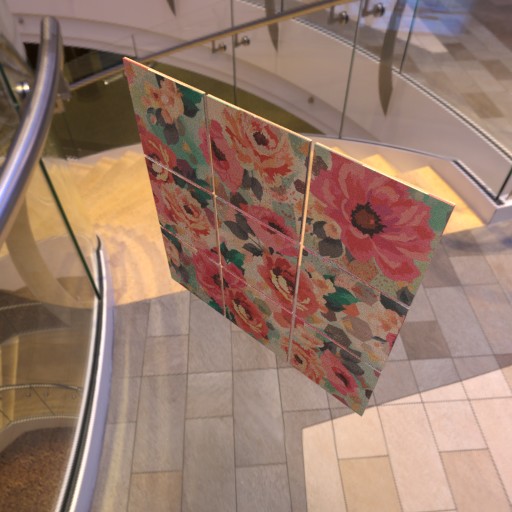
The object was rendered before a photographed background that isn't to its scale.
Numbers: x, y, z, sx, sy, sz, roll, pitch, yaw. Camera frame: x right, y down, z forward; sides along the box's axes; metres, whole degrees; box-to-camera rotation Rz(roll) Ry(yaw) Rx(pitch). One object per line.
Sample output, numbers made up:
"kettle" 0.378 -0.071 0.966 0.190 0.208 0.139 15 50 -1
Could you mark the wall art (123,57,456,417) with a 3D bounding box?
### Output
"wall art" 0.000 0.000 1.751 1.216 1.220 0.013 32 55 26
